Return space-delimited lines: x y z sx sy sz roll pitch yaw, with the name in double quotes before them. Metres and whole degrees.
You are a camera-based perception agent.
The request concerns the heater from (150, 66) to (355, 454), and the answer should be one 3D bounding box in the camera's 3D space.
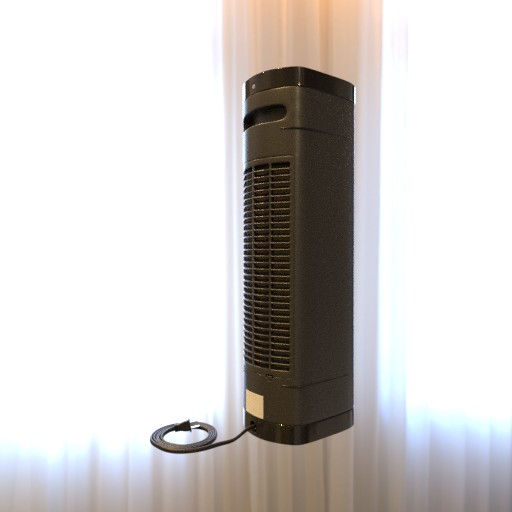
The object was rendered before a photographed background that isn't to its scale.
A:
"heater" 0.000 0.000 0.698 0.312 0.552 0.174 -1 1 -37
